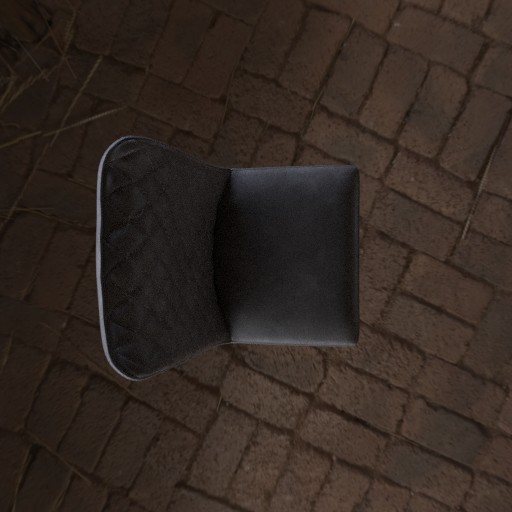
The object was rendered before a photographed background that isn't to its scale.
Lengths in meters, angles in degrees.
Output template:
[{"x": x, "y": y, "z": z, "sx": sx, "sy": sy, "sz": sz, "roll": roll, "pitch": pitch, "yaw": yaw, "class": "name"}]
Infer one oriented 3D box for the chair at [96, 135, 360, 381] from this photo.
[{"x": 0.000, "y": 0.000, "z": 1.239, "sx": 0.587, "sy": 0.889, "sz": 0.508, "roll": 0, "pitch": 91, "yaw": 0, "class": "chair"}]
